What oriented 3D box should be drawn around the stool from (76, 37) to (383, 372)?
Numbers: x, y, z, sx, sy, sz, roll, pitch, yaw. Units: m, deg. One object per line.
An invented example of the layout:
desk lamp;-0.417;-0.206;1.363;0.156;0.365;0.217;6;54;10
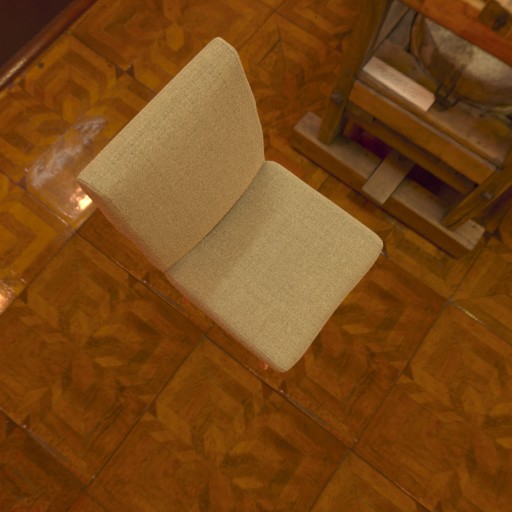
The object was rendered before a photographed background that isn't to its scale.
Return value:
stool;0.000;0.000;1.356;0.569;1.106;0.483;39;79;9
